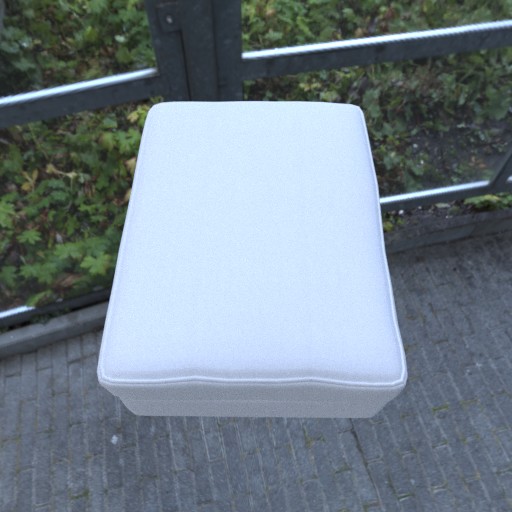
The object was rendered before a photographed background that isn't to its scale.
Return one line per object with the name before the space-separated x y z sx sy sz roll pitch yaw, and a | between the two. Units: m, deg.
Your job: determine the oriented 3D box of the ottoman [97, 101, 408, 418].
ottoman | 0.000 0.000 1.216 0.634 0.479 0.818 0 59 0
